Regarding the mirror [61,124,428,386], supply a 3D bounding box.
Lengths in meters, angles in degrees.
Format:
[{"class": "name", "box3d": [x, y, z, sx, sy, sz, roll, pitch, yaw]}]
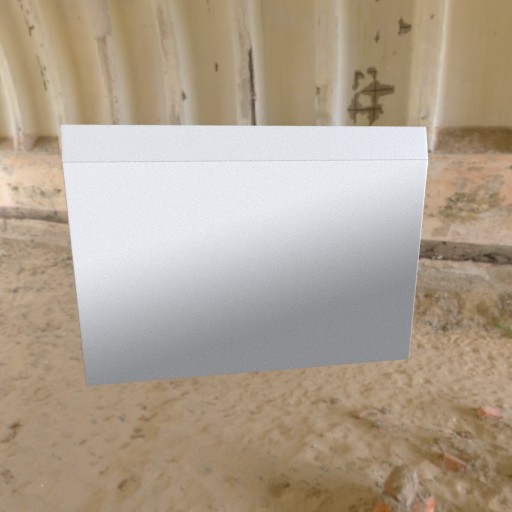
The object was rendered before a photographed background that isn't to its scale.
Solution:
[{"class": "mirror", "box3d": [0.000, 0.000, 1.116, 0.870, 0.630, 0.030, -2, 15, -9]}]
